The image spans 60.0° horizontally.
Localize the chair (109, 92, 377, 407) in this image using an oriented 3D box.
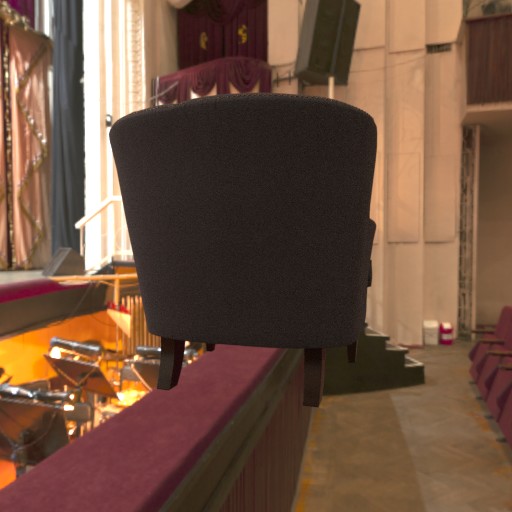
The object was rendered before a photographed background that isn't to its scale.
[{"bbox_3d":[0.000,0.000,1.583,0.848,0.868,0.906,1,2,18],"label":"chair"}]
